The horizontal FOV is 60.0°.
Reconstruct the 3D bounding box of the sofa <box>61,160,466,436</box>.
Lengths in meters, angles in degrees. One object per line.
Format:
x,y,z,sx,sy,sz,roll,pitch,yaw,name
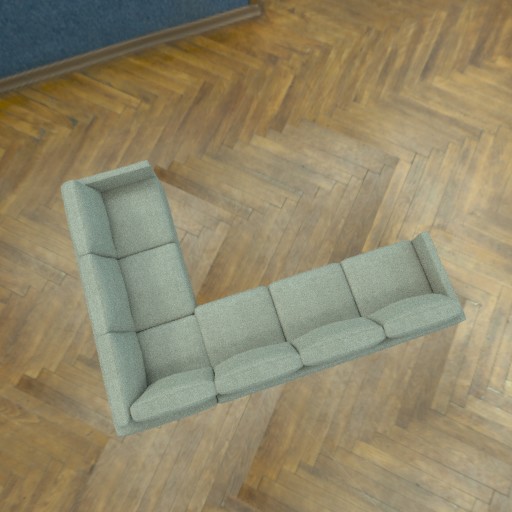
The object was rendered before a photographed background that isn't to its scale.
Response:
0.000,0.000,4.470,3.333,0.934,2.522,-17,76,-5,sofa
